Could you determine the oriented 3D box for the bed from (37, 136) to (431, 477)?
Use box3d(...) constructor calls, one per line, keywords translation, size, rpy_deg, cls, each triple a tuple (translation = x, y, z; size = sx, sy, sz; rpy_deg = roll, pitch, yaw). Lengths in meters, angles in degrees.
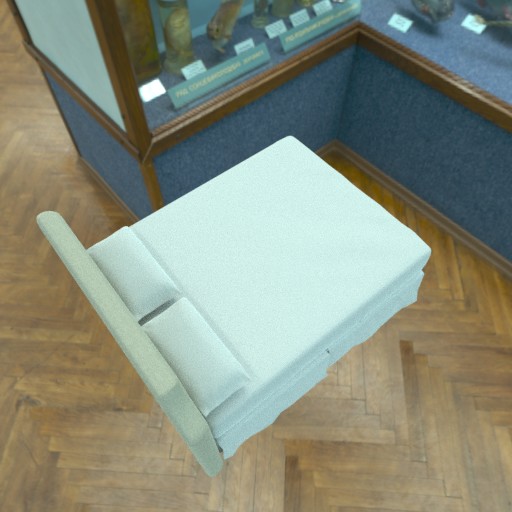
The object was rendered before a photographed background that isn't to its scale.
box3d(translation=(0.000, 0.000, 3.067), size=(2.116, 1.290, 1.693), rpy_deg=(-34, 63, -20), cls="bed")
